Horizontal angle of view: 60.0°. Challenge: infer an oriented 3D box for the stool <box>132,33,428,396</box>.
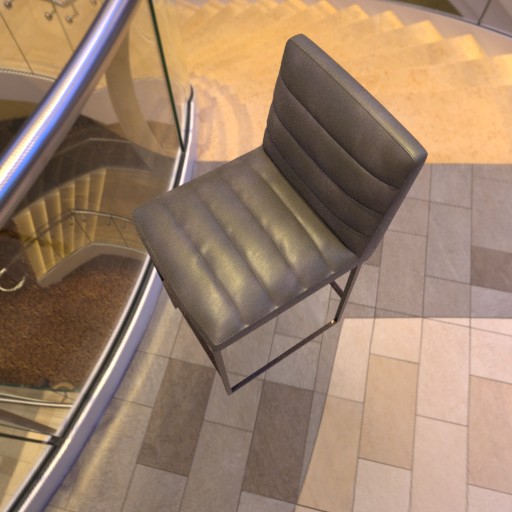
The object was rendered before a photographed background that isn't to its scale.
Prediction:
[{"bbox_3d":[0.000,0.000,1.360,0.562,1.065,0.463,-31,67,-14],"label":"stool"}]
